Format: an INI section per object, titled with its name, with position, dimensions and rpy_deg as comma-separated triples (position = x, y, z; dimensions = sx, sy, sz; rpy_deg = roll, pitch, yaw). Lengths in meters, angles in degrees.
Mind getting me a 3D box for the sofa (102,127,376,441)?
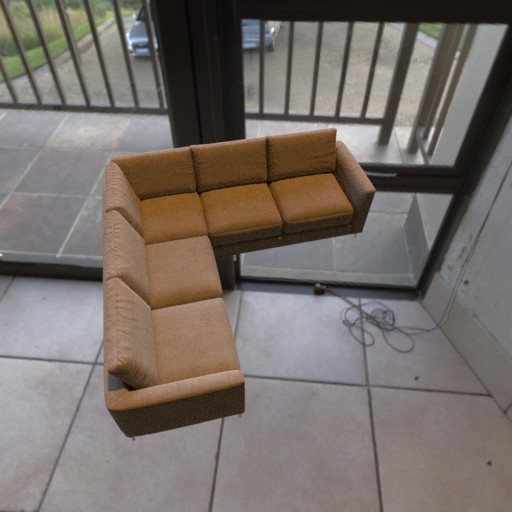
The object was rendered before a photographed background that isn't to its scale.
[sofa]
position = 0.000, 0.000, 3.748
dimensions = 2.438, 0.864, 2.438
rpy_deg = -10, 48, -9
